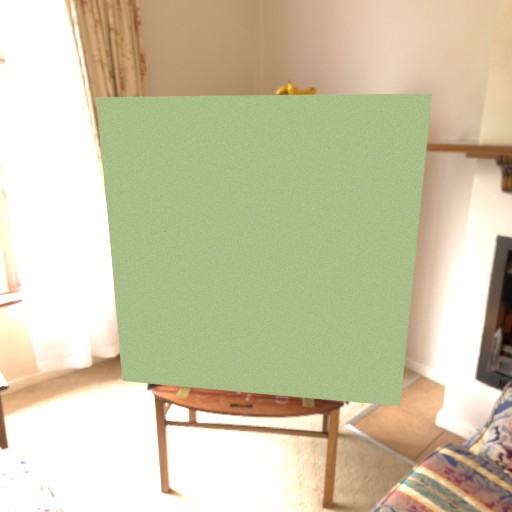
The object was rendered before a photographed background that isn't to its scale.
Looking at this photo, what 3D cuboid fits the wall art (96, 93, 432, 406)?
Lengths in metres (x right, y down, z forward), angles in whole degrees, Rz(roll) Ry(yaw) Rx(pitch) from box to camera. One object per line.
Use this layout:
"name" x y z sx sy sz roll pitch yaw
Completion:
"wall art" 0.000 0.000 0.886 0.603 0.603 0.036 2 16 9
